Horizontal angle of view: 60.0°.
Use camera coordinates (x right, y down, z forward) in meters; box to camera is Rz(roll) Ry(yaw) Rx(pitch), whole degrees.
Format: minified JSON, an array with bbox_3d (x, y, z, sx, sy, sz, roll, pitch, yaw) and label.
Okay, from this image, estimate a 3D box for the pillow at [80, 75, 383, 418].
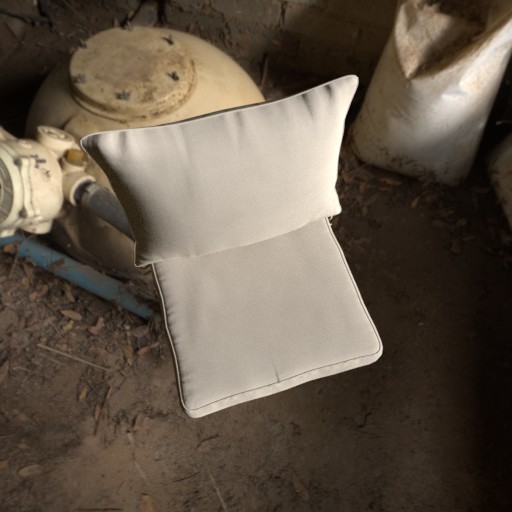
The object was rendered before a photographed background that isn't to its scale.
[{"bbox_3d":[0.000,0.000,1.363,0.798,0.716,0.733,-15,65,-7],"label":"pillow"}]
